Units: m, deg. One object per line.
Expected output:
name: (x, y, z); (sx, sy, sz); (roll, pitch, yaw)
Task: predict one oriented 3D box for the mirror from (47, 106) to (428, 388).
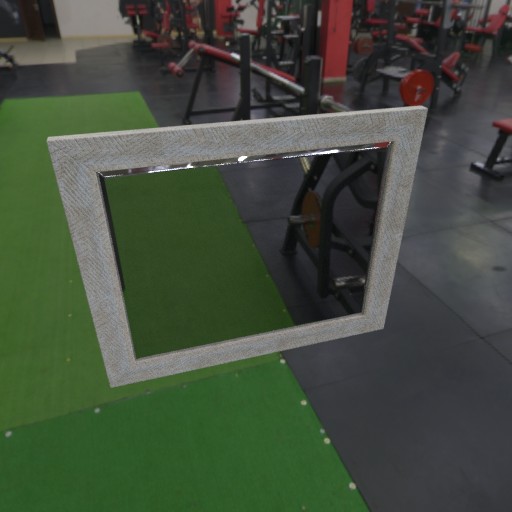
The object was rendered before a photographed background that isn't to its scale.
mirror: (0.000, 0.000, 1.137); (0.839, 0.689, 0.028); (-9, 34, -14)
